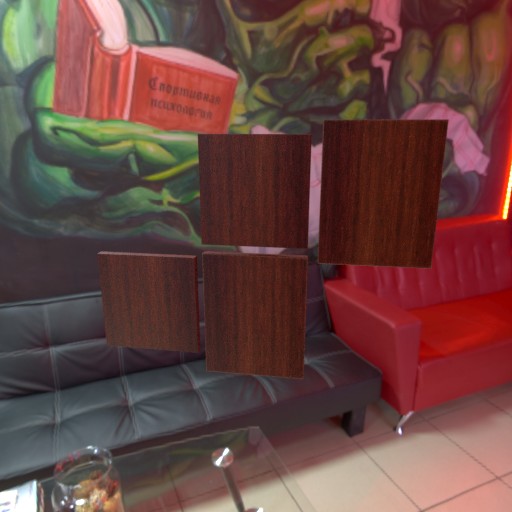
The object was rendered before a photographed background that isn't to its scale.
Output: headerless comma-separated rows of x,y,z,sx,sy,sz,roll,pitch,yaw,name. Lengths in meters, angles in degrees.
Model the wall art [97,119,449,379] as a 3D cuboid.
0.000,0.000,0.847,0.635,0.497,0.030,3,17,9,wall art
